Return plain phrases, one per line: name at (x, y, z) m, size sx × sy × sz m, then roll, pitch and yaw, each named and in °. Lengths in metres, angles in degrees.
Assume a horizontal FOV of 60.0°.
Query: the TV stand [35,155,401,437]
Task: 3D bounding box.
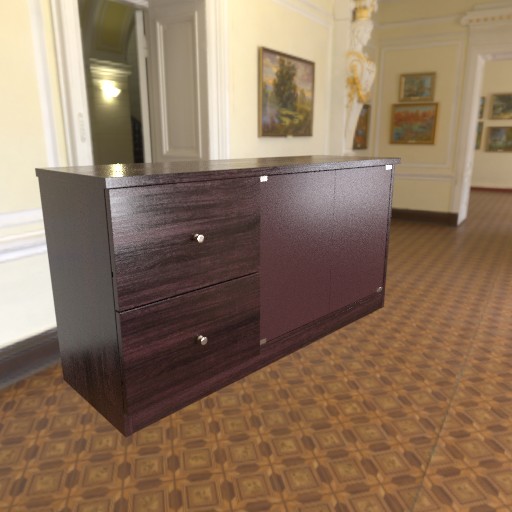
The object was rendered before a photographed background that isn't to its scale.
TV stand at (0.000, 0.000, 1.480) m, size 1.192 × 0.614 × 0.404 m, roll -14°, pitch 21°, yaw -43°
